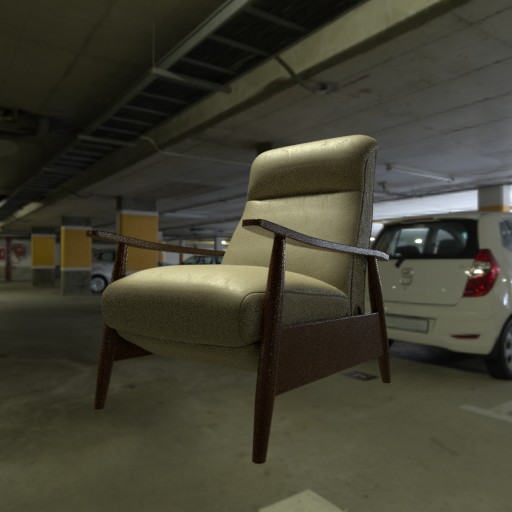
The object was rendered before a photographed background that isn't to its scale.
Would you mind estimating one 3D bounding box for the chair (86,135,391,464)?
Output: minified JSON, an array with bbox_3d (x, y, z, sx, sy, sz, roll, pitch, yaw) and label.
[{"bbox_3d":[0.000,0.000,1.743,0.762,1.082,1.014,0,-1,36],"label":"chair"}]
